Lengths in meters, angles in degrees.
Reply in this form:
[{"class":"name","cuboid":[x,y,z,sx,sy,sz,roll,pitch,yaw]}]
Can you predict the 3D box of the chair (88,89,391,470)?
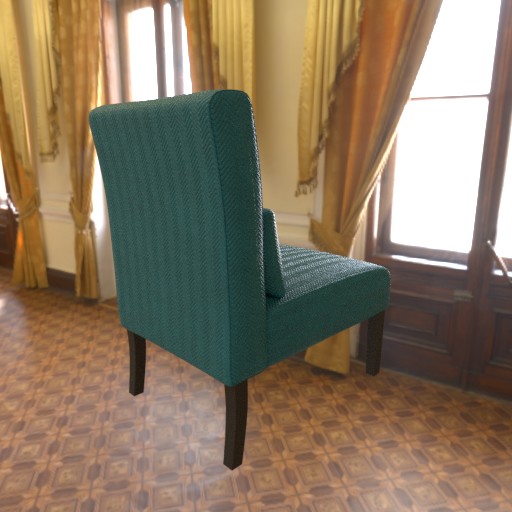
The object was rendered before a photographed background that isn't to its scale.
[{"class":"chair","cuboid":[0.000,0.000,1.446,0.808,0.927,0.579,-13,19,-43]}]
